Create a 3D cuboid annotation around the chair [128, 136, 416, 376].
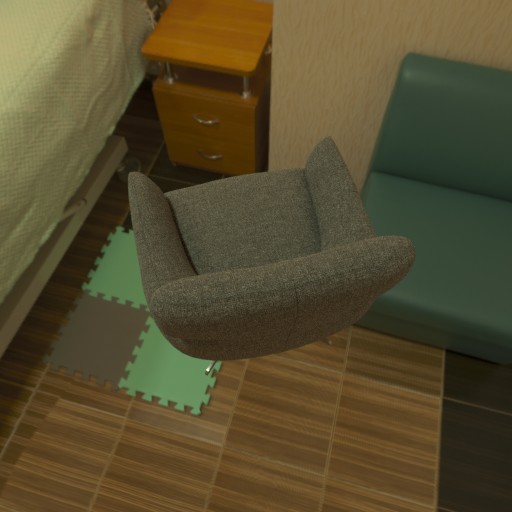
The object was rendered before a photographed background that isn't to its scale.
[{"bbox_3d":[0.000,0.000,1.400,0.706,0.812,0.715,-12,59,-7],"label":"chair"}]
